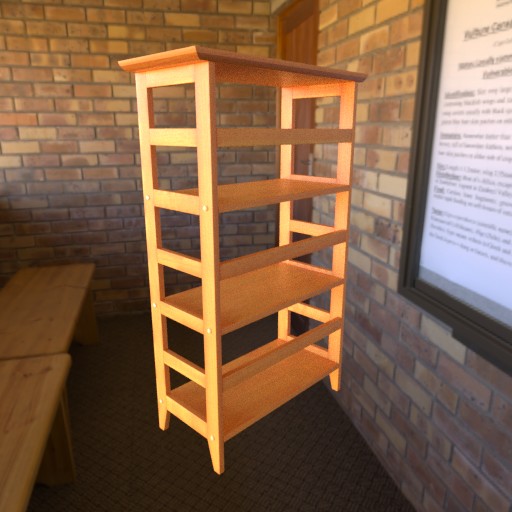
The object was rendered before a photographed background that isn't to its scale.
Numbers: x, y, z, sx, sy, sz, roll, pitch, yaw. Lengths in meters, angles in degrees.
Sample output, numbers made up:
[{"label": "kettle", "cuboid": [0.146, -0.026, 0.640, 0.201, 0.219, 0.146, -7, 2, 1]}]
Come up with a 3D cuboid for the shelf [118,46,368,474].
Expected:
[{"label": "shelf", "cuboid": [0.000, 0.000, 1.359, 0.305, 1.067, 0.660, 15, 22, 42]}]
